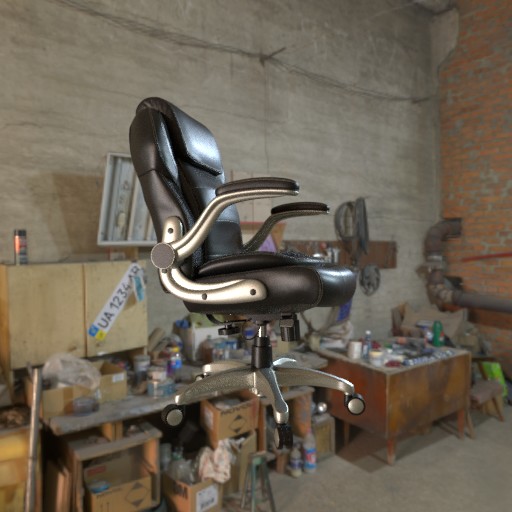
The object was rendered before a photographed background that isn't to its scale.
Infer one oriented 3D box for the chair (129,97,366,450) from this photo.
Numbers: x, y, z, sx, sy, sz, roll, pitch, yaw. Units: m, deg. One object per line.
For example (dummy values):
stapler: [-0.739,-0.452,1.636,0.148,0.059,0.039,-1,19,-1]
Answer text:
chair: [0.000,0.000,1.672,0.801,1.141,0.724,0,0,17]
